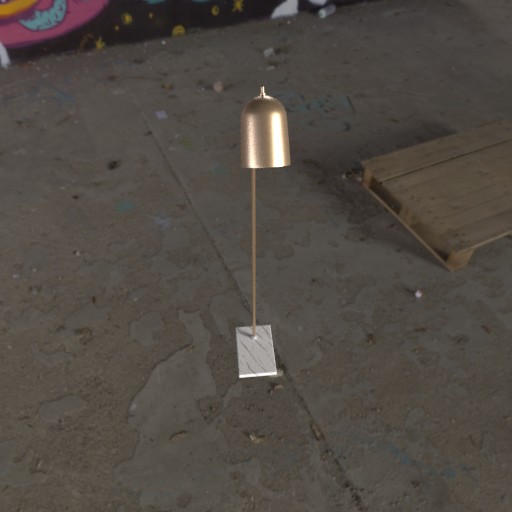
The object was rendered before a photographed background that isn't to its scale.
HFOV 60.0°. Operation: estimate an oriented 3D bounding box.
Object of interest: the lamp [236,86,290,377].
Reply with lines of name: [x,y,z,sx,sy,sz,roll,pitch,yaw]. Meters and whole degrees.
lamp: [0.000,0.000,1.798,0.194,1.594,0.653,-4,47,-4]
